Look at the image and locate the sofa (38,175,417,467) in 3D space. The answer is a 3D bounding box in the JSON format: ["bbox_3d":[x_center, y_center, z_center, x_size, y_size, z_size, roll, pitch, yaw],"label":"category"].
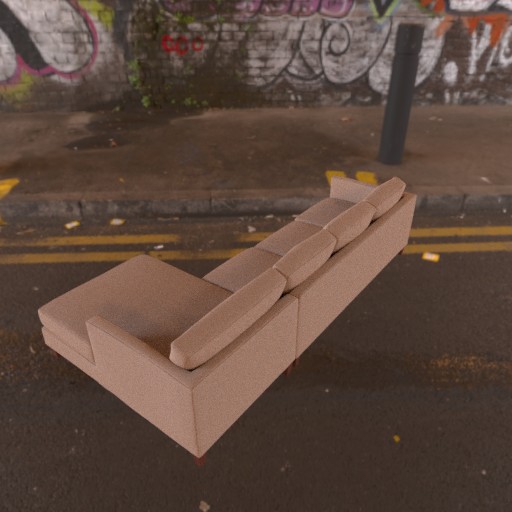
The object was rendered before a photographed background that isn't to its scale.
[{"bbox_3d":[0.000,0.000,3.873,1.625,0.861,3.186,21,37,31],"label":"sofa"}]
